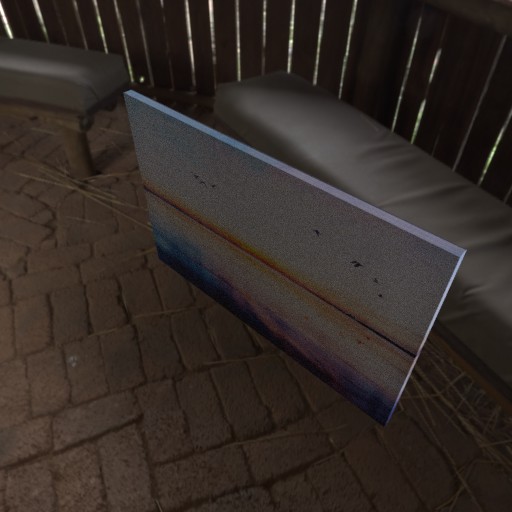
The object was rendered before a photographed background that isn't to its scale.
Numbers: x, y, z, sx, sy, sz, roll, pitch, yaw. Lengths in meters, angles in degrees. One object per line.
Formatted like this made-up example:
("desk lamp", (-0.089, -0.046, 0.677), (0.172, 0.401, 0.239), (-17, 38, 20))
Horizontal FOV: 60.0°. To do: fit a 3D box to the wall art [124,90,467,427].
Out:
("wall art", (0.000, 0.000, 1.435), (1.137, 0.756, 0.034), (32, 53, 29))
